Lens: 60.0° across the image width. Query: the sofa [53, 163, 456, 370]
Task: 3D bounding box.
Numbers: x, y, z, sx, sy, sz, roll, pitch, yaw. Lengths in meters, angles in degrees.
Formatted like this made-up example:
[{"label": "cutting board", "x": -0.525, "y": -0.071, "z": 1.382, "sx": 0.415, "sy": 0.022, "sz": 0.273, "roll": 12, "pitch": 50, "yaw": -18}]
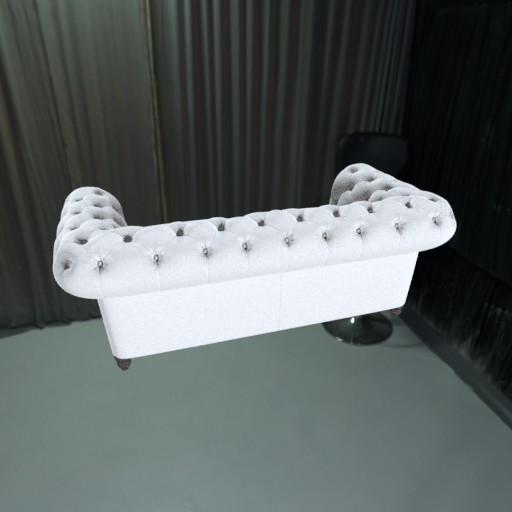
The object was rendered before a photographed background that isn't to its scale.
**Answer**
[{"label": "sofa", "x": 0.000, "y": 0.000, "z": 2.491, "sx": 1.998, "sy": 0.764, "sz": 0.986, "roll": -8, "pitch": 27, "yaw": -16}]
